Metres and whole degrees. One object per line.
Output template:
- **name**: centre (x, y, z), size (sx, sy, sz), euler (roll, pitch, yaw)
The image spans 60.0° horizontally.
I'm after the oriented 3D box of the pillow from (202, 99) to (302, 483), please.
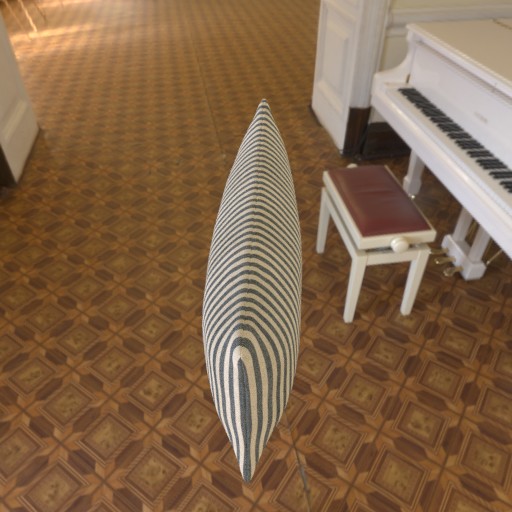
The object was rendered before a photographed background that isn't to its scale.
- **pillow**: centre (0.000, 0.000, 0.736), size (0.151, 0.295, 0.617), euler (2, 41, 2)
